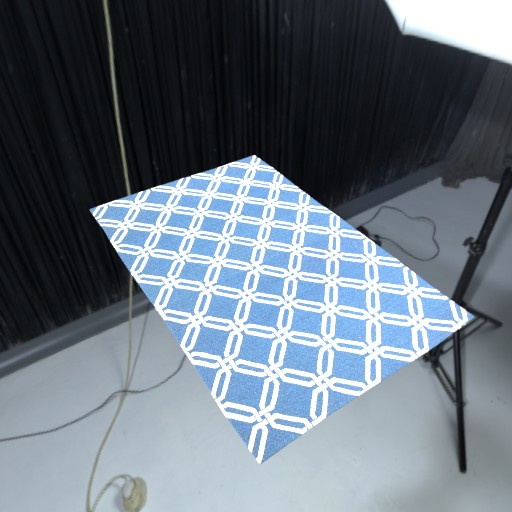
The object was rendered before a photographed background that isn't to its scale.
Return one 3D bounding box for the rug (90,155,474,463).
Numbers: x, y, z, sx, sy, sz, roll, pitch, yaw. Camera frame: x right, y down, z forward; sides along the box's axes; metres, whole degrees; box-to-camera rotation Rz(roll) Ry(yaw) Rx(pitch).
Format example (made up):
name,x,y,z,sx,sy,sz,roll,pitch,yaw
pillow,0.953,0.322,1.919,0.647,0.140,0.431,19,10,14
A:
name,x,y,z,sx,sy,sz,roll,pitch,yaw
rug,0.000,0.000,2.246,1.153,0.010,1.755,-24,47,-25
